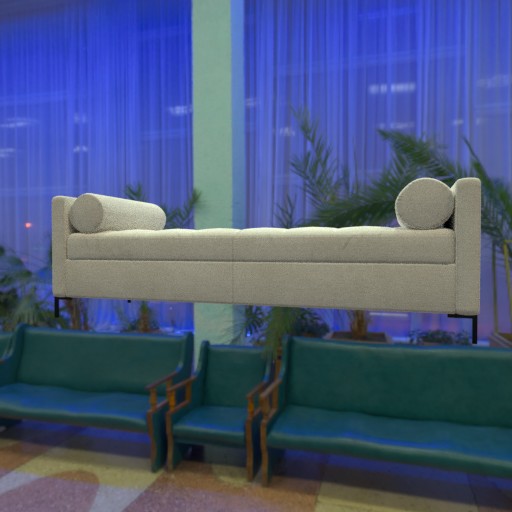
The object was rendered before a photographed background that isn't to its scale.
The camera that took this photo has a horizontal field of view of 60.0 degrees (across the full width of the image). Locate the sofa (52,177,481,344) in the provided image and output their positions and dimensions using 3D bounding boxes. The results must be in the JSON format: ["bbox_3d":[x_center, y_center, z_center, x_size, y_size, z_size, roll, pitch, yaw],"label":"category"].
[{"bbox_3d":[0.000,0.000,2.273,1.981,0.635,0.686,0,1,18],"label":"sofa"}]
